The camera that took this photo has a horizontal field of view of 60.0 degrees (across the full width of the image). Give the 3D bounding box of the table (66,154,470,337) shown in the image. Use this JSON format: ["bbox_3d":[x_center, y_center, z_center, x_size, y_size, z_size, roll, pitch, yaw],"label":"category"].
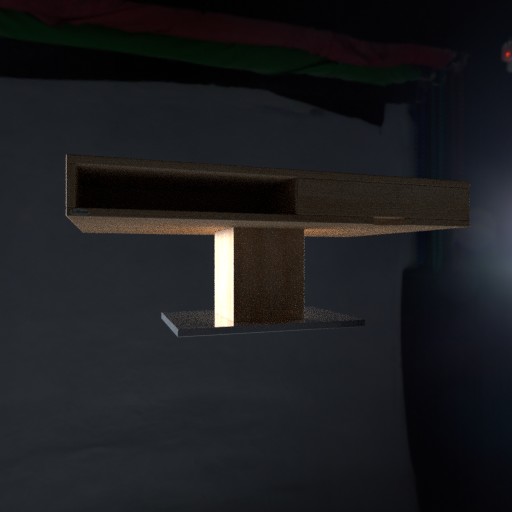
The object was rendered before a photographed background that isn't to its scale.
[{"bbox_3d":[0.000,0.000,1.464,1.100,0.440,0.700,0,0,-18],"label":"table"}]
